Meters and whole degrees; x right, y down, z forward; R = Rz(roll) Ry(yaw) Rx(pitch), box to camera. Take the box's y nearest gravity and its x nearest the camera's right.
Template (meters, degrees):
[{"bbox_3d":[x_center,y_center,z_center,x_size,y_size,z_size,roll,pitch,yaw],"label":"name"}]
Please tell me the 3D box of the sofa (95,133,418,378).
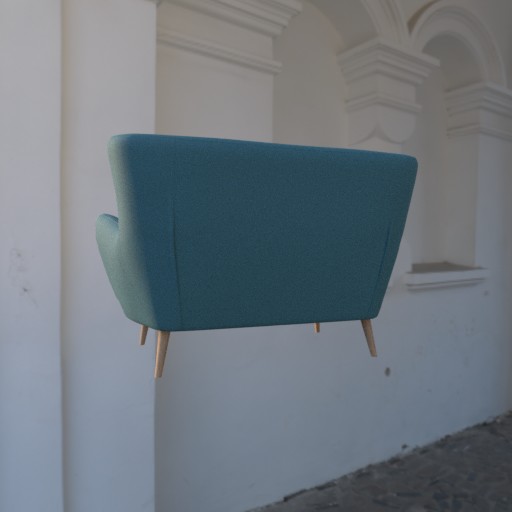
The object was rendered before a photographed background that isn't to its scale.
[{"bbox_3d":[0.000,0.000,2.038,1.397,0.889,0.889,0,2,-19],"label":"sofa"}]
